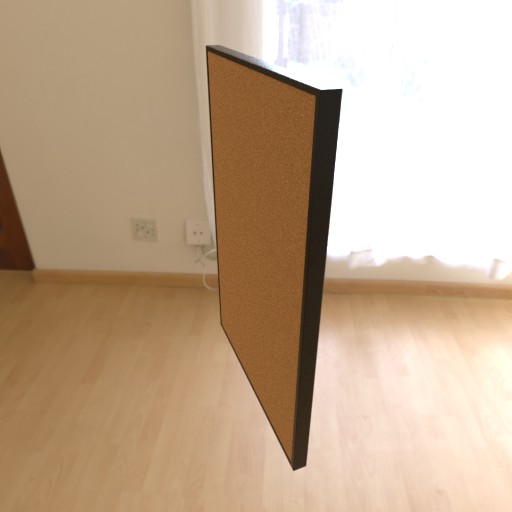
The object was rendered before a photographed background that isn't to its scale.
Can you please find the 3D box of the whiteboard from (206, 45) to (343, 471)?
[{"bbox_3d":[0.000,0.000,0.750,0.026,0.611,0.406,-11,33,-18],"label":"whiteboard"}]
